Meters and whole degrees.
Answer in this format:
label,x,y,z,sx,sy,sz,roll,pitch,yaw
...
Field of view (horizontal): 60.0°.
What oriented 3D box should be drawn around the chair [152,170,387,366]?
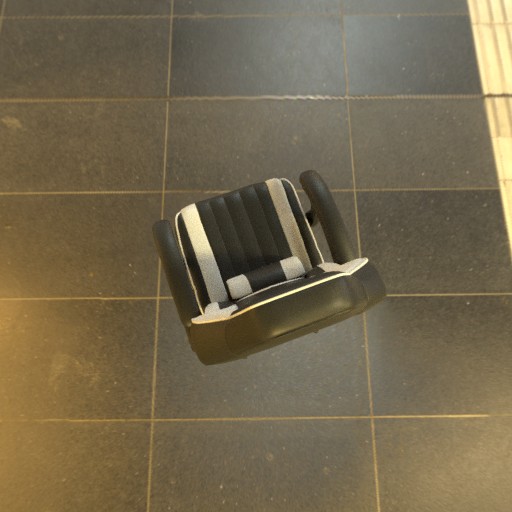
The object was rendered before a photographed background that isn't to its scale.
label,x,y,z,sx,sy,sz,roll,pitch,yaw
chair,0.000,0.000,1.618,0.676,1.200,0.700,-20,76,-5
